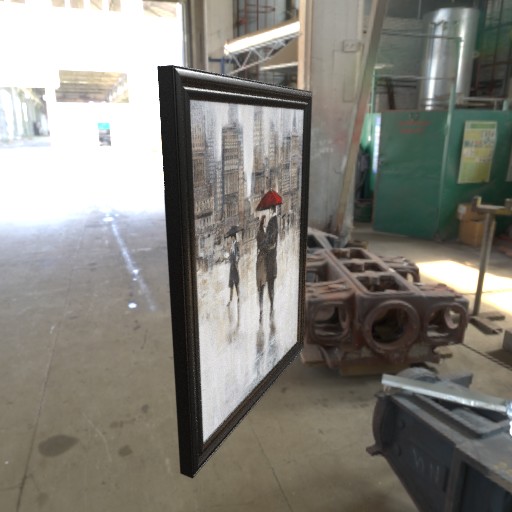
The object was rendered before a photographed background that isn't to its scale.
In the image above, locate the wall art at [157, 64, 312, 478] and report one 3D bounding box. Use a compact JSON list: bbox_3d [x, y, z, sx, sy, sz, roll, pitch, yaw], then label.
[{"bbox_3d":[0.000,0.000,1.627,0.053,1.194,0.950,8,18,26],"label":"wall art"}]
